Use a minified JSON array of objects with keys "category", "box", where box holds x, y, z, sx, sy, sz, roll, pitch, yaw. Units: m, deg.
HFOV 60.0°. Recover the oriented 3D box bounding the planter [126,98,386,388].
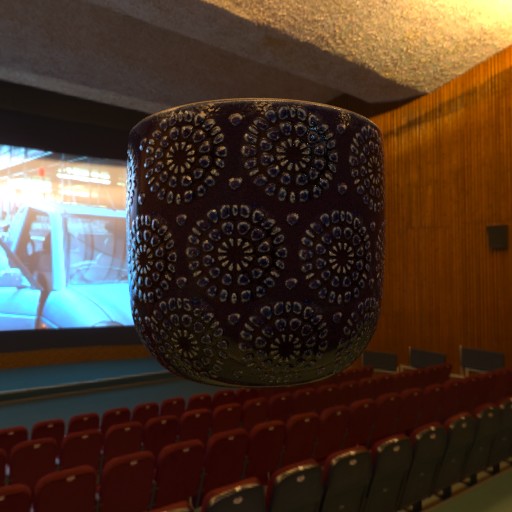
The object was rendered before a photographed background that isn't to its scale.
[{"category":"planter","box":[0.000,0.000,0.293,0.165,0.149,0.165,0,-2,0]}]
